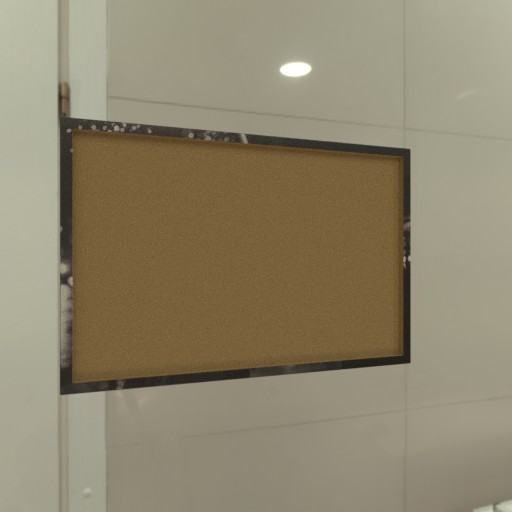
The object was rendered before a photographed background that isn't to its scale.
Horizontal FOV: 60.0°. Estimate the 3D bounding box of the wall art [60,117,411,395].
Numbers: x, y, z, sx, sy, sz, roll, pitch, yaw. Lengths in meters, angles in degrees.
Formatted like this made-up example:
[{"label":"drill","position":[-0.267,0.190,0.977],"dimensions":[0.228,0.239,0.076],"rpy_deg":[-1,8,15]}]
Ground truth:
[{"label":"wall art","position":[0.000,0.000,1.129],"dimensions":[0.914,0.609,0.038],"rpy_deg":[0,0,-18]}]
